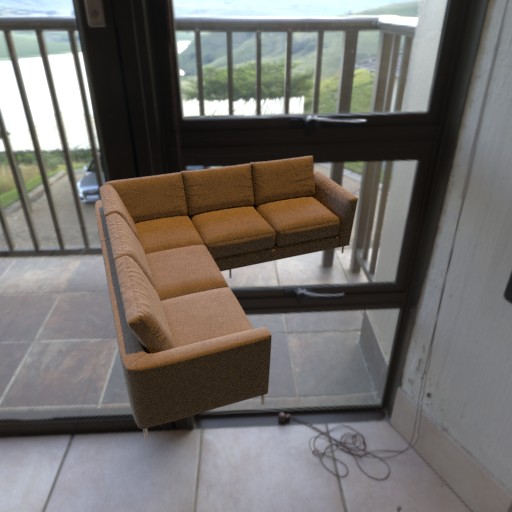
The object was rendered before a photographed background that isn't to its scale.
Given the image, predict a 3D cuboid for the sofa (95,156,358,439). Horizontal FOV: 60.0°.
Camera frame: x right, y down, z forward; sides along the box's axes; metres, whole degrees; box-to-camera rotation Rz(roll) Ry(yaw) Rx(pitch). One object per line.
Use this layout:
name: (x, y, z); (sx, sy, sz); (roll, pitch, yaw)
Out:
sofa: (0.000, 0.000, 3.781); (2.438, 0.864, 2.438); (-11, 32, -18)
